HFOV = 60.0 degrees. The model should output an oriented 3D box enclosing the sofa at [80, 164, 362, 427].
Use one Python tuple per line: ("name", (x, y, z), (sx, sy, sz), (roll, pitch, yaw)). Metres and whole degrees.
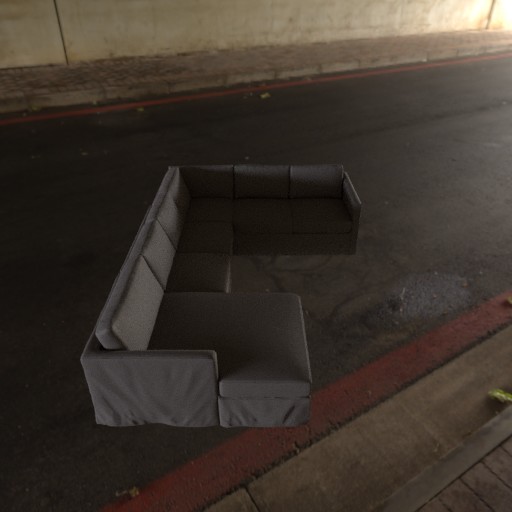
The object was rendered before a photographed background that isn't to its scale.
("sofa", (0.000, 0.000, 4.616), (2.476, 0.878, 3.528), (0, 32, 0))
